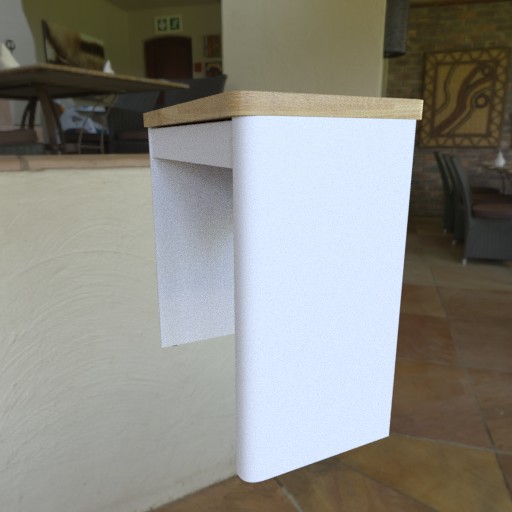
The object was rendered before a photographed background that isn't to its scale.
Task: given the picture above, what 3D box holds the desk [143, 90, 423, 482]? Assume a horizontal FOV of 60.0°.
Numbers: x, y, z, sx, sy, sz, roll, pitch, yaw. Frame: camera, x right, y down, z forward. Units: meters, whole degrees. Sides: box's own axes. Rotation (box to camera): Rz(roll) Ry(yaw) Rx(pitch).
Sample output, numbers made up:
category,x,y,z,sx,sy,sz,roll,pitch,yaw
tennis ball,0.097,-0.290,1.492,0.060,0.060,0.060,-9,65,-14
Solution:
category,x,y,z,sx,sy,sz,roll,pitch,yaw
desk,0.000,0.000,1.248,0.440,0.790,0.760,-7,16,-25
